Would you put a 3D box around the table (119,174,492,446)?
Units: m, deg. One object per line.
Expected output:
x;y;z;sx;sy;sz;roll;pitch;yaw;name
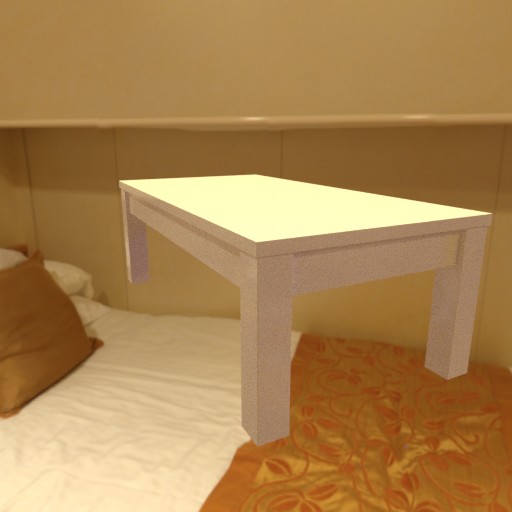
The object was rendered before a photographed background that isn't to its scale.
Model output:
0.000;0.000;1.650;0.700;0.470;1.350;-8;17;-26;table
